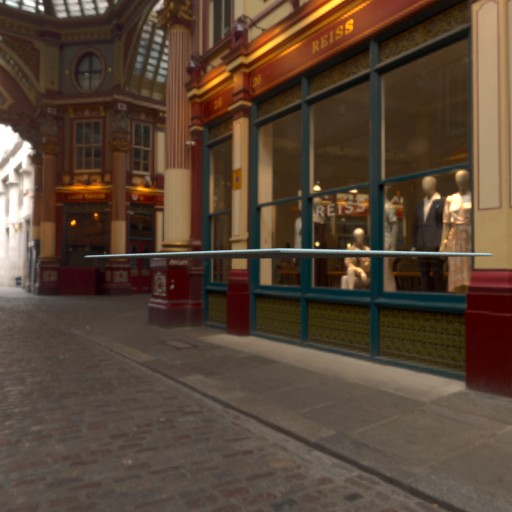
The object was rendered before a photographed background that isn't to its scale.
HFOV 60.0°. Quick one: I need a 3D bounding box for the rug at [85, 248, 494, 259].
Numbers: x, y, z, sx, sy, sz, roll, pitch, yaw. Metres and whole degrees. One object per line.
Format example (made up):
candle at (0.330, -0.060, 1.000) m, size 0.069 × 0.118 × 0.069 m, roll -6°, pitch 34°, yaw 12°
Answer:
rug at (0.000, 0.000, 2.306) m, size 1.219 × 0.012 × 1.840 m, roll 1°, pitch -1°, yaw -37°
